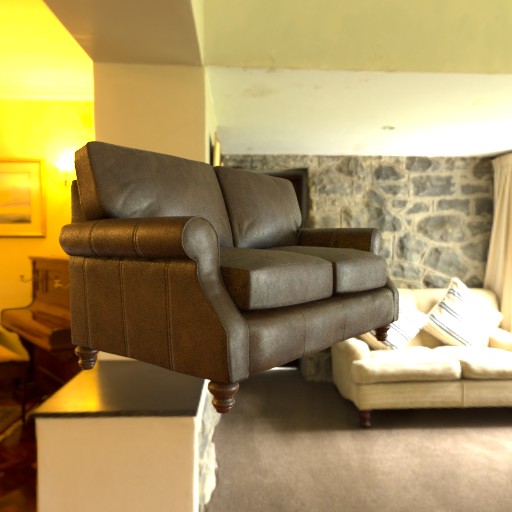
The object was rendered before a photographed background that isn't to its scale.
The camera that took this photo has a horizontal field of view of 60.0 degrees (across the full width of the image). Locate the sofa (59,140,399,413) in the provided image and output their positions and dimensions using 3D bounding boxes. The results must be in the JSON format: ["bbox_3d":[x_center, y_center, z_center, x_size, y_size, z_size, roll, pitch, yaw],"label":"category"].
[{"bbox_3d":[0.000,0.000,2.204,0.990,0.976,1.616,1,2,38],"label":"sofa"}]
